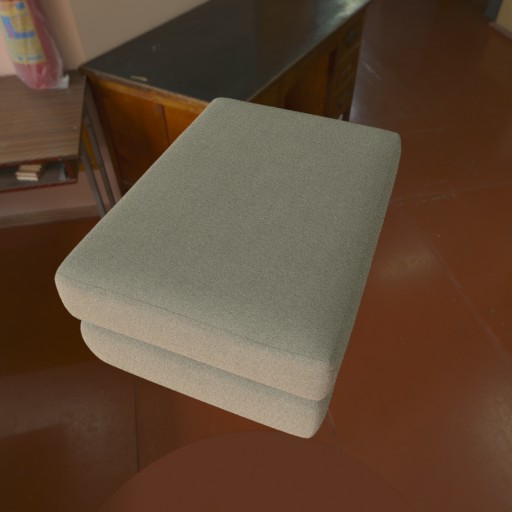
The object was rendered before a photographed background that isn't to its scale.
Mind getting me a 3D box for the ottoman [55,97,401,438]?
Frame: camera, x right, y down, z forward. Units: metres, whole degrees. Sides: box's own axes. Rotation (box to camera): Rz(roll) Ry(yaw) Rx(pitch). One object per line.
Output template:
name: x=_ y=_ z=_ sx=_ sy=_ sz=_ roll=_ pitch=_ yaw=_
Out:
ottoman: x=0.000 y=0.000 z=1.150 sx=0.569 sy=0.504 sz=0.773 roll=16 pitch=49 yaw=14
